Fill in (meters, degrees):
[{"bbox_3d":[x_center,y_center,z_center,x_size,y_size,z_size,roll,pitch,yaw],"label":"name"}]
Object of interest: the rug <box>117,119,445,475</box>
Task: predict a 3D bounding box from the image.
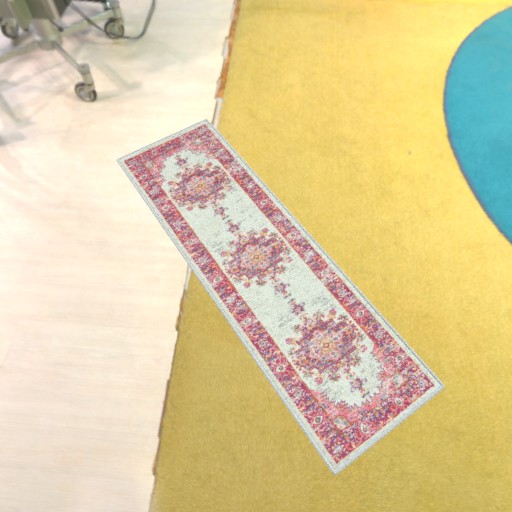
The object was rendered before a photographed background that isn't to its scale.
[{"bbox_3d":[0.000,0.000,2.043,0.562,0.009,1.824,-30,63,-17],"label":"rug"}]
